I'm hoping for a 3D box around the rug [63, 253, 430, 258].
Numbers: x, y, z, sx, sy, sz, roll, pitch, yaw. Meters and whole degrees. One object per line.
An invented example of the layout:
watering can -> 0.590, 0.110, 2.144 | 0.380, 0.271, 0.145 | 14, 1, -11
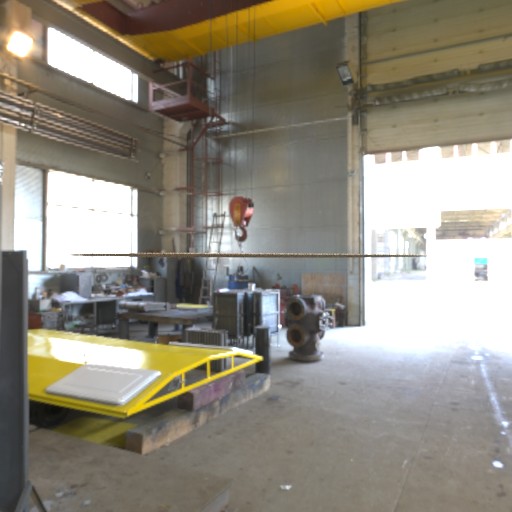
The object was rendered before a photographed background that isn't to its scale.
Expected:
rug -> 0.000, 0.000, 3.049 | 2.432, 0.006, 1.520 | 0, -1, -18
